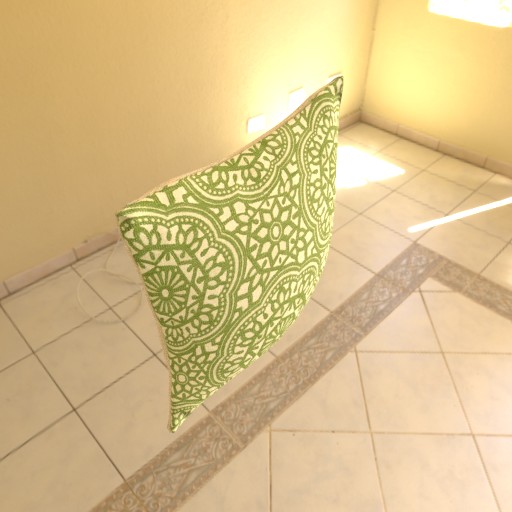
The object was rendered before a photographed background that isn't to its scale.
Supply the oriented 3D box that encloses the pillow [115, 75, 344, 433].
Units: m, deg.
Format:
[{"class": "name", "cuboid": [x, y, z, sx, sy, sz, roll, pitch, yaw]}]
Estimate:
[{"class": "pillow", "cuboid": [0.000, 0.000, 0.673, 0.162, 0.419, 0.440, 26, 48, 26]}]
